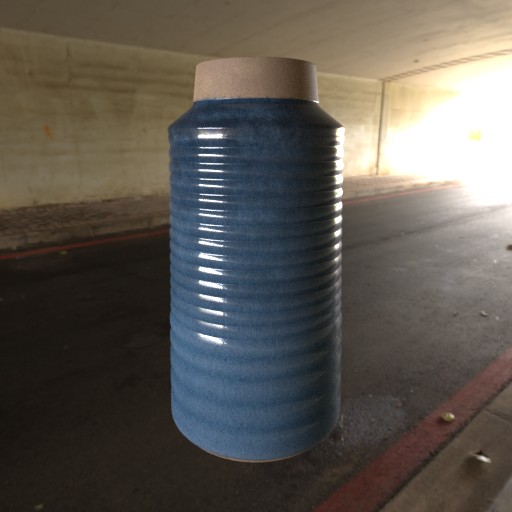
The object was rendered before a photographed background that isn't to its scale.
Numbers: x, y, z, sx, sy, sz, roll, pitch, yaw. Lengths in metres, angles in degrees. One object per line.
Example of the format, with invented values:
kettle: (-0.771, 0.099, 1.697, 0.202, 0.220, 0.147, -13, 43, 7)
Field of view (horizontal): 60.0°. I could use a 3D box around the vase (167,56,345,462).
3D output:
vase: (0.000, 0.000, 0.398, 0.163, 0.316, 0.163, 0, 15, 0)
